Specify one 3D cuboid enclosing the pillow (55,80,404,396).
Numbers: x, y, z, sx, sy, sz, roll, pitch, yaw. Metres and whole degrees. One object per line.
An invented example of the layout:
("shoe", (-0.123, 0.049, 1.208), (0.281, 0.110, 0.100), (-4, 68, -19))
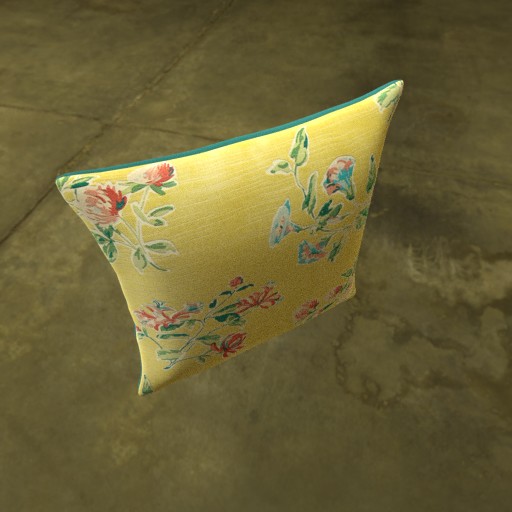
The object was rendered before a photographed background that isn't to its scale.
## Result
("pillow", (0.000, 0.000, 0.772), (0.525, 0.508, 0.166), (-22, 50, -20))
